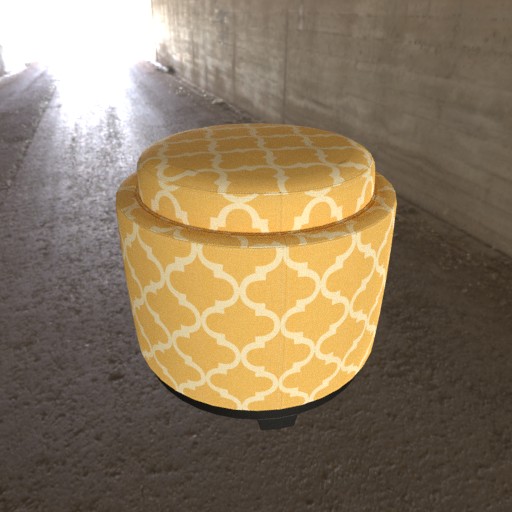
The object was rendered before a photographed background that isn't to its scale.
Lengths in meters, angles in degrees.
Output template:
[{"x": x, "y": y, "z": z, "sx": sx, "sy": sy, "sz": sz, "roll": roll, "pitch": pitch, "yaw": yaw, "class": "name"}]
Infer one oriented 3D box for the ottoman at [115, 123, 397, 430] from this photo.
[{"x": 0.000, "y": 0.000, "z": 0.840, "sx": 0.480, "sy": 0.429, "sz": 0.480, "roll": 0, "pitch": 29, "yaw": 0, "class": "ottoman"}]
